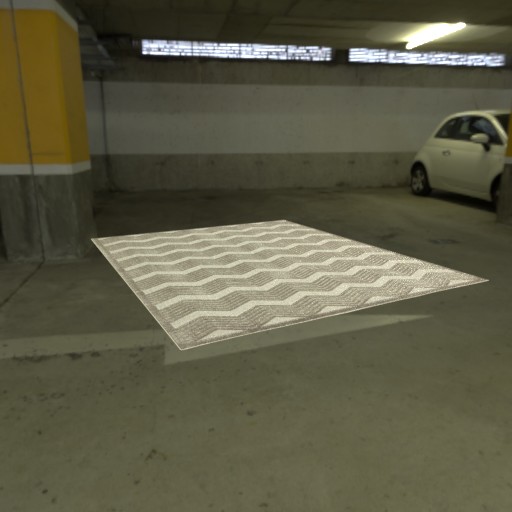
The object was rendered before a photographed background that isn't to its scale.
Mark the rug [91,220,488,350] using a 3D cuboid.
[{"bbox_3d":[0.000,0.000,3.974,2.391,0.005,2.880,-8,17,-27],"label":"rug"}]
